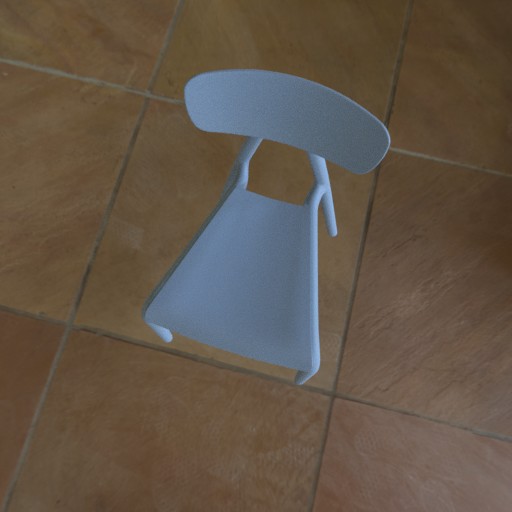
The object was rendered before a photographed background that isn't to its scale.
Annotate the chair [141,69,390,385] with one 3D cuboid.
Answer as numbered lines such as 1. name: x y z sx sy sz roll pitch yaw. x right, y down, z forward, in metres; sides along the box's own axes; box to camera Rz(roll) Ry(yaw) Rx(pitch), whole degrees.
1. chair: 0.000 0.000 0.829 0.356 0.580 0.401 17 76 4
